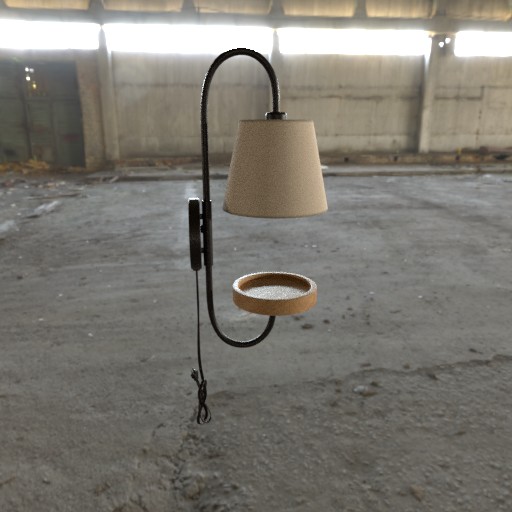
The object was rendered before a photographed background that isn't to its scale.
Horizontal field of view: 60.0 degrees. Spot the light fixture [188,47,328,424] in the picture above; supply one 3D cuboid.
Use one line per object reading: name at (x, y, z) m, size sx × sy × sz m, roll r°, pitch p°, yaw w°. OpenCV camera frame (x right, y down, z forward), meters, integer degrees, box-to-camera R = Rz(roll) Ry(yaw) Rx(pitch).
light fixture at (0.000, 0.000, 0.951) m, size 0.299 × 0.821 × 0.220 m, roll -2°, pitch 16°, yaw -7°
